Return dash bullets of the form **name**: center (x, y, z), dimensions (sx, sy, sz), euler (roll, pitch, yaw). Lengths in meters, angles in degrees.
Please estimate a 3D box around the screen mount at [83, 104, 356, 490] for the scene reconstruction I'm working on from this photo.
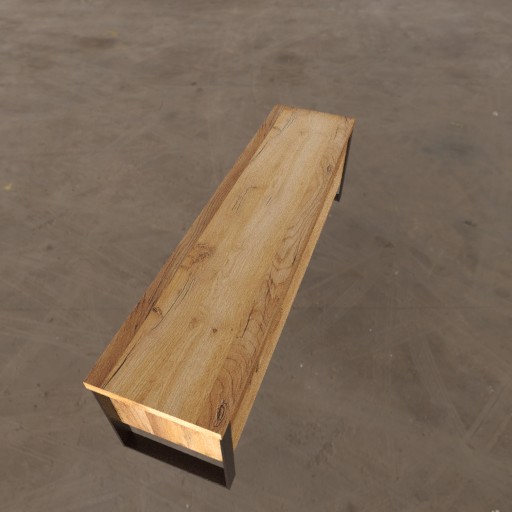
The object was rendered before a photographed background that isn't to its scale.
- **screen mount**: center (0.000, 0.000, 1.727), dimensions (0.395, 0.450, 1.524), euler (15, 48, 14)
